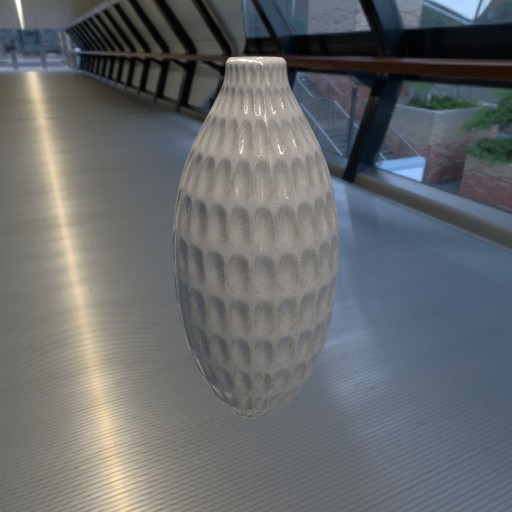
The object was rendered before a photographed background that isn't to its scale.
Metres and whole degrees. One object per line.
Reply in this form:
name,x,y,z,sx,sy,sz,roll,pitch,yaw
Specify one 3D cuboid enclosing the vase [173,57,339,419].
vase,0.000,0.000,0.345,0.127,0.282,0.127,0,26,0
